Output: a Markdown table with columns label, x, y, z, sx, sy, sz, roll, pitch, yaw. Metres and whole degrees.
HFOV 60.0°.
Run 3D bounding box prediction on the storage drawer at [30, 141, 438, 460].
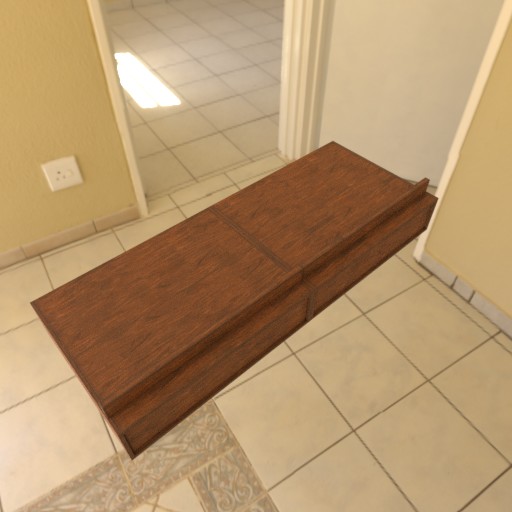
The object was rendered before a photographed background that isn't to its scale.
| label | x | y | z | sx | sy | sz | roll | pitch | yaw |
| --- | --- | --- | --- | --- | --- | --- | --- | --- | --- |
| storage drawer | 0.000 | 0.000 | 2.191 | 1.914 | 0.339 | 0.774 | -32 | 54 | -27 |
